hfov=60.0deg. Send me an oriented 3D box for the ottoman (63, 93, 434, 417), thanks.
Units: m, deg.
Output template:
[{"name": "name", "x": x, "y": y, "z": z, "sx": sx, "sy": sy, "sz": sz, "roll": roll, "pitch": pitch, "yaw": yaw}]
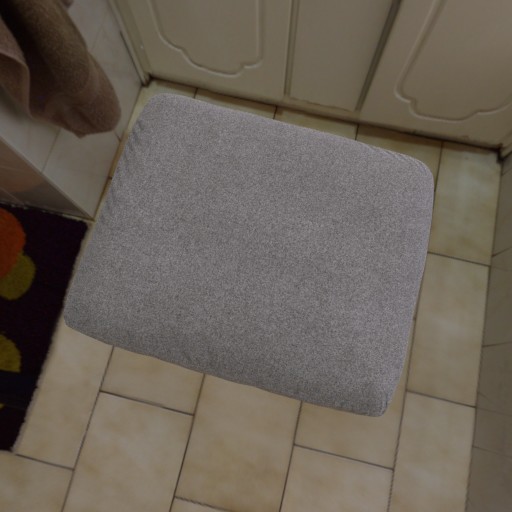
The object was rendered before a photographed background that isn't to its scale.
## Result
[{"name": "ottoman", "x": 0.000, "y": 0.000, "z": 1.237, "sx": 0.837, "sy": 0.481, "sz": 0.683, "roll": 15, "pitch": 75, "yaw": 4}]
